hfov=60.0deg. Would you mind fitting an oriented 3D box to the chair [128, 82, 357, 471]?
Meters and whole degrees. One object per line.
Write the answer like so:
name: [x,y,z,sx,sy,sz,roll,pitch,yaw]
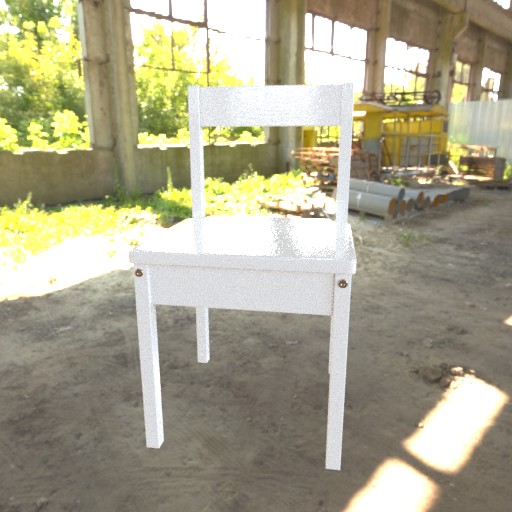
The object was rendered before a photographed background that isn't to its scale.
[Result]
chair: [0.000,0.000,0.871,0.367,0.668,0.361,3,15,9]
